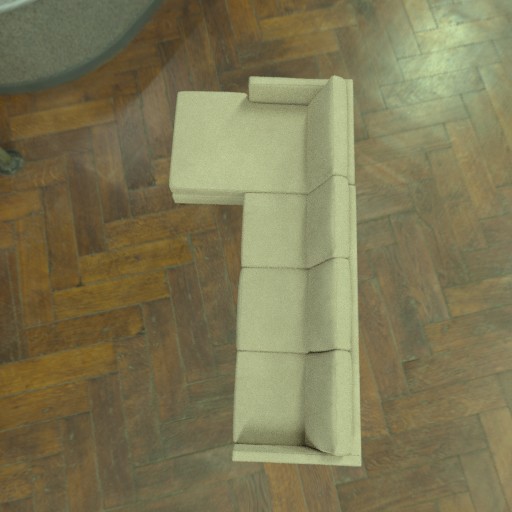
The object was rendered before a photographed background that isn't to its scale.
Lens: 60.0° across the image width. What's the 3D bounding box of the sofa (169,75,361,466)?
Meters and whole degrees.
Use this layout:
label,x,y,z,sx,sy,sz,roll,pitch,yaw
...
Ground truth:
label,x,y,z,sx,sy,sz,roll,pitch,yaw
sofa,0.000,0.000,3.786,1.625,0.846,3.186,2,75,1
